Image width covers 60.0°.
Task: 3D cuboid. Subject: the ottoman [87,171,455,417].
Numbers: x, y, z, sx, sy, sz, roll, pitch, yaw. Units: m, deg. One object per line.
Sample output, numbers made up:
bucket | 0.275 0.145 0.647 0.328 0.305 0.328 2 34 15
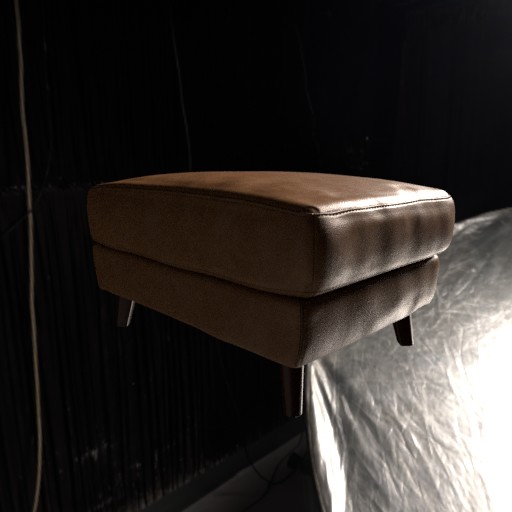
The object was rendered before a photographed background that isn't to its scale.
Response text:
ottoman | 0.000 0.000 1.229 0.630 0.461 0.869 -12 17 -44
